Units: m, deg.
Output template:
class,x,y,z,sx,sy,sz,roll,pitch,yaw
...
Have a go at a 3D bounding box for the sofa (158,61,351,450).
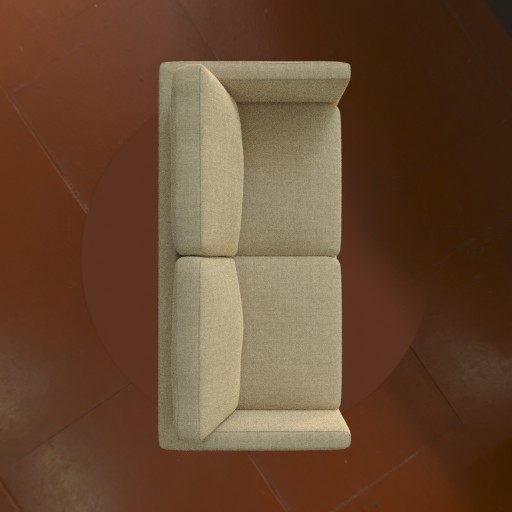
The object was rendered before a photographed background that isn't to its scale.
class,x,y,z,sx,sy,sz,roll,pitch,yaw
sofa,0.000,0.000,2.392,0.950,0.963,1.884,0,90,0
